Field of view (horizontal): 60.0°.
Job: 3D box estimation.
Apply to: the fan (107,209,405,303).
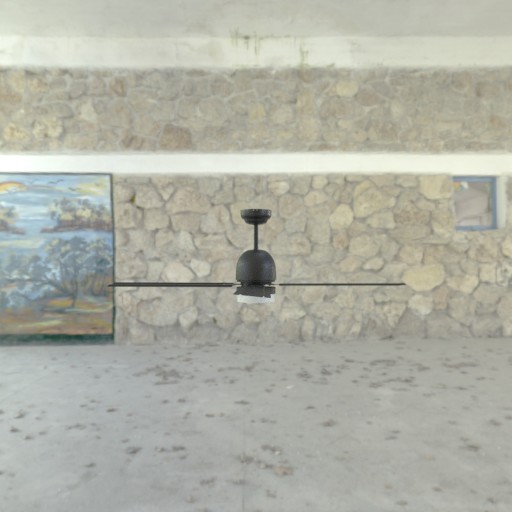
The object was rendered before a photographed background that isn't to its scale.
[{"bbox_3d":[0.000,0.000,2.003,1.319,0.410,1.319,0,-1,0],"label":"fan"}]
